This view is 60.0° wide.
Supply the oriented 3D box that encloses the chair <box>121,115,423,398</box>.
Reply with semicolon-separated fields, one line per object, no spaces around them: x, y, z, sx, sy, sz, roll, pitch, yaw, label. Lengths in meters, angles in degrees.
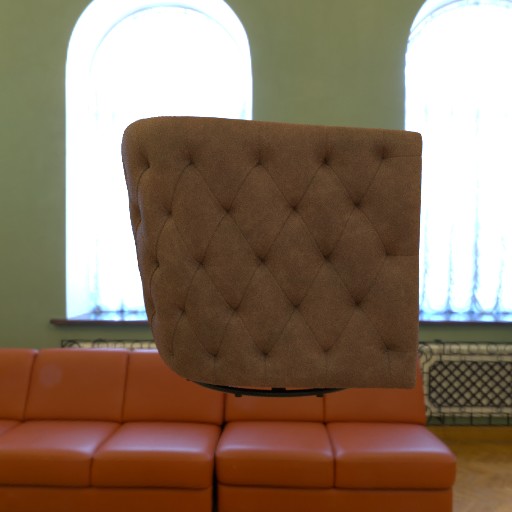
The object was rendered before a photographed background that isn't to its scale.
0.000;0.000;1.528;0.870;0.790;0.850;0;0;0;chair
